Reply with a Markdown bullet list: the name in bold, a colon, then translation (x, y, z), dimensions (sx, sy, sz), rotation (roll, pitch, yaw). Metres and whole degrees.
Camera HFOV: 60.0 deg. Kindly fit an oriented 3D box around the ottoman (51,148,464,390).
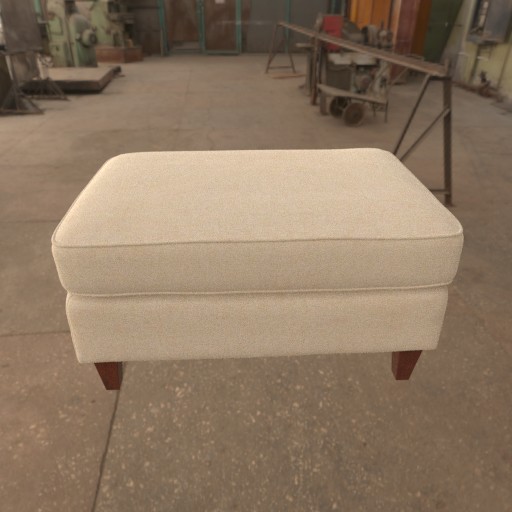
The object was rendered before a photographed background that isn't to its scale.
- **ottoman**: translation (0.000, 0.000, 1.221), dimensions (0.862, 0.484, 0.583), rotation (-1, 30, -2)
